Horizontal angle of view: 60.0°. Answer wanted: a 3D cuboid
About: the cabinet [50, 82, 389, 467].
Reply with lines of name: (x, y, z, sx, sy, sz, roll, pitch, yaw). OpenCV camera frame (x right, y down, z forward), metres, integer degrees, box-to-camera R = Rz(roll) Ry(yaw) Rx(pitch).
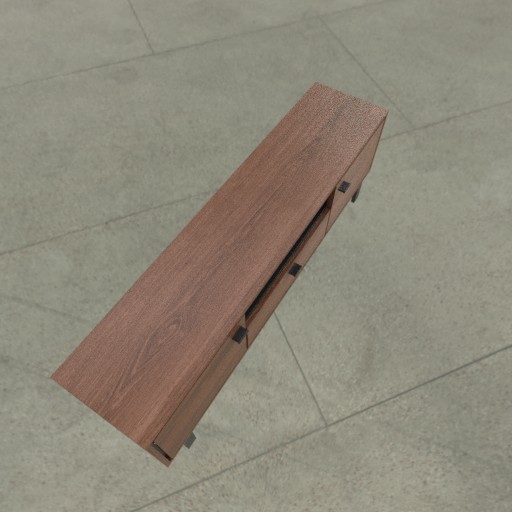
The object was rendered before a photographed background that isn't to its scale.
cabinet: (0.000, 0.000, 1.845, 0.400, 0.500, 1.650, 28, 62, 17)
